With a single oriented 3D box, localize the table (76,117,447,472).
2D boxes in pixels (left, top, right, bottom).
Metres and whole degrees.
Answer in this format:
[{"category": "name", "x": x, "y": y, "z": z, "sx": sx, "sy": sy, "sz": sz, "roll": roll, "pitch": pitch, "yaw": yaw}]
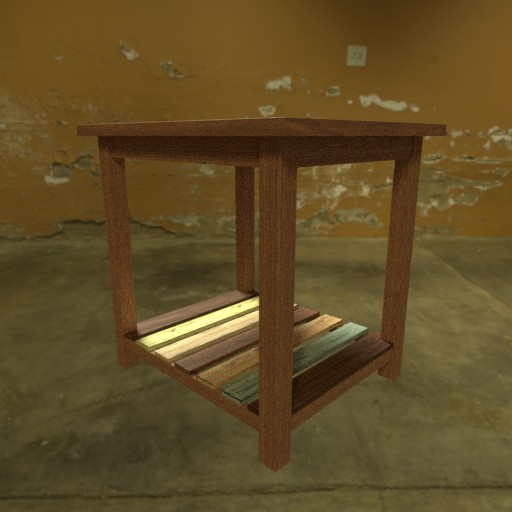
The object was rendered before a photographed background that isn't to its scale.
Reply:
[{"category": "table", "x": 0.000, "y": 0.000, "z": 1.117, "sx": 0.660, "sy": 0.635, "sz": 0.559, "roll": 14, "pitch": 21, "yaw": 42}]
